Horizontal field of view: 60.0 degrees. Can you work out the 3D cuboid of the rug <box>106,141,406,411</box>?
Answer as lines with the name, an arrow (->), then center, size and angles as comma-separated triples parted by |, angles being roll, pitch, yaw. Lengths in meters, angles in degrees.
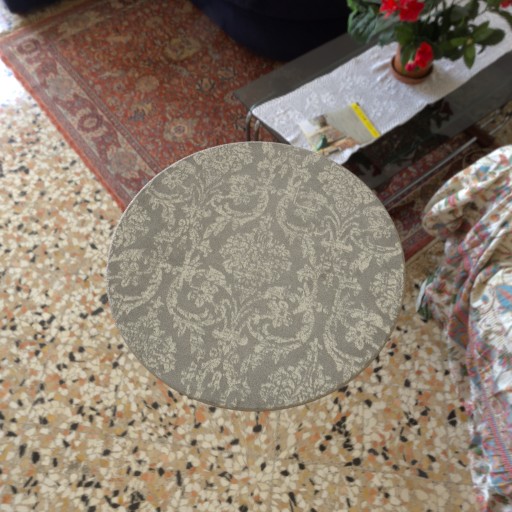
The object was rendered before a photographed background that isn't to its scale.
rug -> 0.000, 0.000, 2.382 | 1.593, 0.012, 1.593 | 0, 63, 0
